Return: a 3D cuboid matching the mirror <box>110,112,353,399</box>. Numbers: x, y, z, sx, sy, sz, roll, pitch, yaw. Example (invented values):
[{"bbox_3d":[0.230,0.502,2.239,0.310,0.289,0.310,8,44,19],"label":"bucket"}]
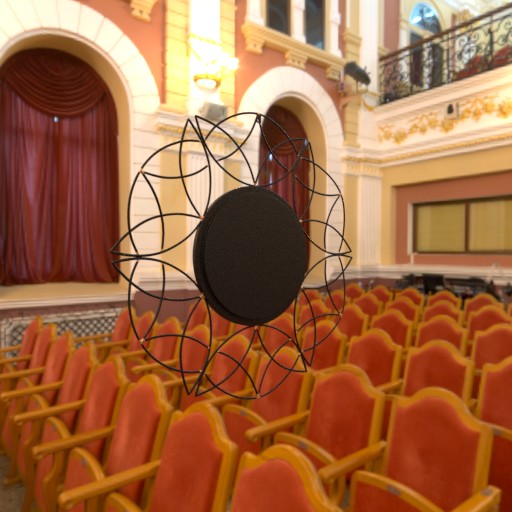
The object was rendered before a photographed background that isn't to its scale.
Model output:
[{"bbox_3d":[0.000,0.000,1.207,0.797,0.775,0.028,0,1,-37],"label":"mirror"}]
